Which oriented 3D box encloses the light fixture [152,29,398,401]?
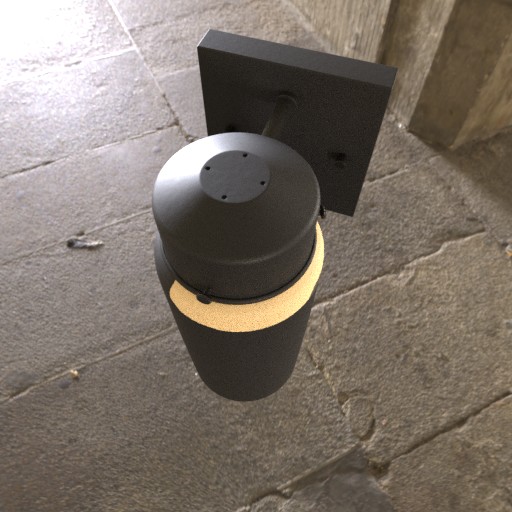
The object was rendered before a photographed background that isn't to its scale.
[{"bbox_3d":[0.000,0.000,0.357,0.130,0.257,0.176,17,60,10],"label":"light fixture"}]
